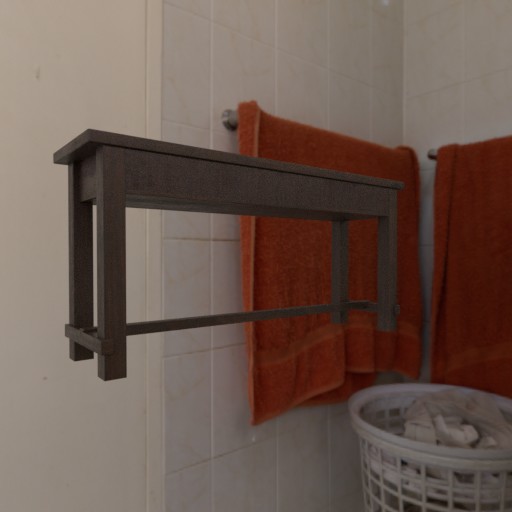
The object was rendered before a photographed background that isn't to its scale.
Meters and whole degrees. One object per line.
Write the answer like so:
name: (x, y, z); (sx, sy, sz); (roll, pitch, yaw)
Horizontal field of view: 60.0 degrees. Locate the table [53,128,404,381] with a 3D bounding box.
table: (0.000, 0.000, 1.975); (1.599, 0.762, 0.442); (0, 0, -38)
